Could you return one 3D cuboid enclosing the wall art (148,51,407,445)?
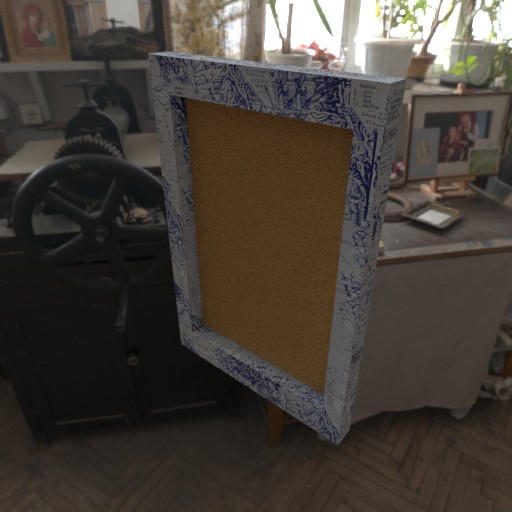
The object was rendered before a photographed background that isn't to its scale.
[{"bbox_3d":[0.000,0.000,0.469,0.255,0.376,0.025,23,38,33],"label":"wall art"}]
